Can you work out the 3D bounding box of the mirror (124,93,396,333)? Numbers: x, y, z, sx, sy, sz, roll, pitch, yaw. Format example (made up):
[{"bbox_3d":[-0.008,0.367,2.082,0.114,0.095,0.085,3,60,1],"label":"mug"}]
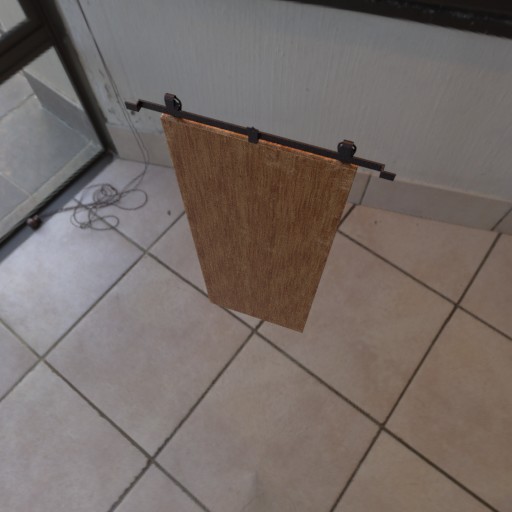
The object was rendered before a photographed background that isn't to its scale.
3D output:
[{"bbox_3d":[0.000,0.000,2.071,0.847,1.793,0.042,17,65,8],"label":"mirror"}]
